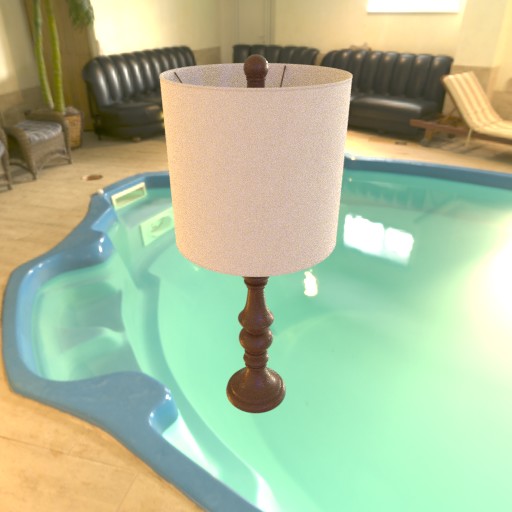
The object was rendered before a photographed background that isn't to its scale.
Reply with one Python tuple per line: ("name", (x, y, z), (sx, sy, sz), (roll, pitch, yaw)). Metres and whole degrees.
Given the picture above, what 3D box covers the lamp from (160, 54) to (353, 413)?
("lamp", (0.000, 0.000, 0.719), (0.250, 0.597, 0.250), (11, 31, 18))
